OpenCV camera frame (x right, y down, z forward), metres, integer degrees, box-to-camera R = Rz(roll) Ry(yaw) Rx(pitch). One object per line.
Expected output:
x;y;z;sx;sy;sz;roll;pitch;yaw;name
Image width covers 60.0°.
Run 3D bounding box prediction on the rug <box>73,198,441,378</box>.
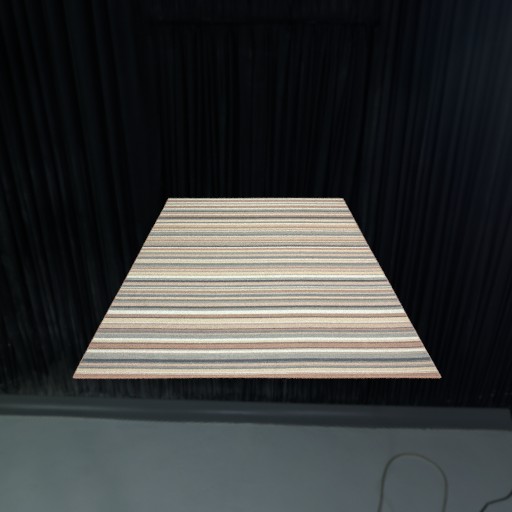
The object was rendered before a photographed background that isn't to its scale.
0.000;0.000;2.282;1.219;0.008;1.829;0;26;0;rug
